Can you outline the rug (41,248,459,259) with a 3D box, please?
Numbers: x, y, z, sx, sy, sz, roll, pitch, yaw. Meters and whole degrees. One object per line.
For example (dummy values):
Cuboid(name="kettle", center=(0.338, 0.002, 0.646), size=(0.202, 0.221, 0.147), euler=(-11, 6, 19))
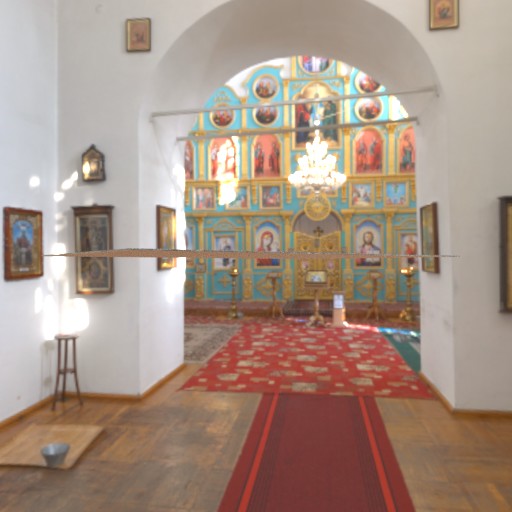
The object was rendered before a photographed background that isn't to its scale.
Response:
Cuboid(name="rug", center=(0.000, 0.000, 2.904), size=(2.283, 0.006, 1.521), euler=(1, -1, -37))
